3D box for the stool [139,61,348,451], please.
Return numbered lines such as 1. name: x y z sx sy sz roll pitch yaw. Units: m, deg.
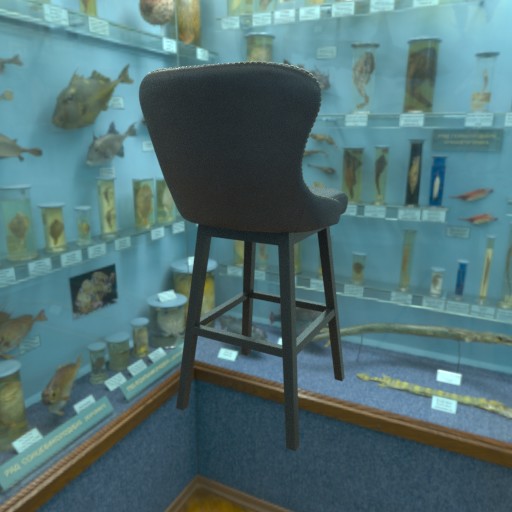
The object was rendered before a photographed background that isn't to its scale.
1. stool: 0.000 0.000 1.396 0.528 1.050 0.601 8 18 28
